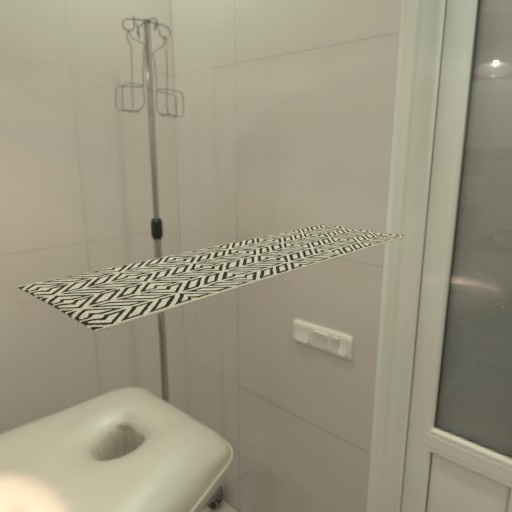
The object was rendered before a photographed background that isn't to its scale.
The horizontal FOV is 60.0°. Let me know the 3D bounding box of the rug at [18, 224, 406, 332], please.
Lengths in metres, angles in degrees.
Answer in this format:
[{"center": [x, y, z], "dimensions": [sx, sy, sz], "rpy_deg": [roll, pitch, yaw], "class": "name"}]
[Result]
[{"center": [0.000, 0.000, 2.667], "dimensions": [0.750, 0.009, 2.435], "rpy_deg": [12, 18, 42], "class": "rug"}]
